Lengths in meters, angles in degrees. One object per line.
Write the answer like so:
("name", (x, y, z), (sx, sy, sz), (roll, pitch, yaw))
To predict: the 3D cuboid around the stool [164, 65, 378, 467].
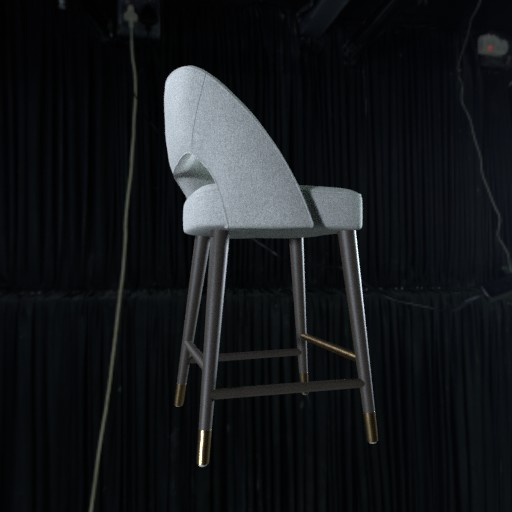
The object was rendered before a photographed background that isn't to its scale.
("stool", (0.000, 0.000, 1.256), (0.509, 0.940, 0.494), (0, -1, -17))
